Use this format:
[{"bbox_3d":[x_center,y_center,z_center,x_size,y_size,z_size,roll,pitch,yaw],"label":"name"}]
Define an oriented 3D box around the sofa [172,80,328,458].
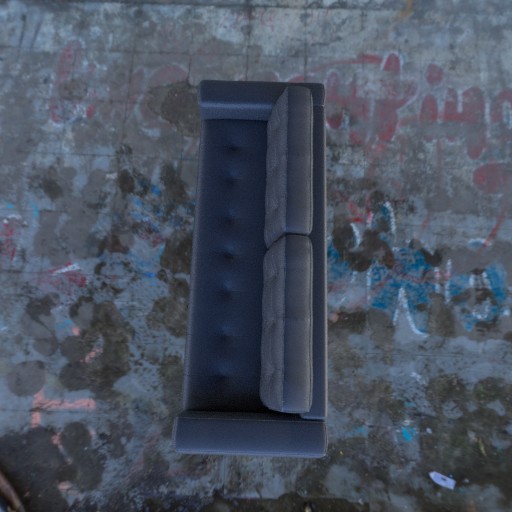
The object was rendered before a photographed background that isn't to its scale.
[{"bbox_3d":[0.000,0.000,2.771,0.833,0.893,2.275,2,76,0],"label":"sofa"}]
